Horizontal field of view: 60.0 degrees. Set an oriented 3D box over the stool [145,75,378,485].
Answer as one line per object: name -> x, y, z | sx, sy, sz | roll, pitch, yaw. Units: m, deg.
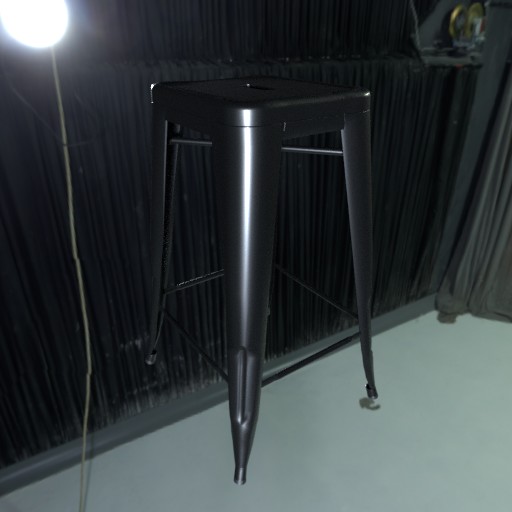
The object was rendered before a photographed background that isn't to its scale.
stool -> 0.000, 0.000, 0.842 | 0.359, 0.609, 0.399 | -18, 33, -31
